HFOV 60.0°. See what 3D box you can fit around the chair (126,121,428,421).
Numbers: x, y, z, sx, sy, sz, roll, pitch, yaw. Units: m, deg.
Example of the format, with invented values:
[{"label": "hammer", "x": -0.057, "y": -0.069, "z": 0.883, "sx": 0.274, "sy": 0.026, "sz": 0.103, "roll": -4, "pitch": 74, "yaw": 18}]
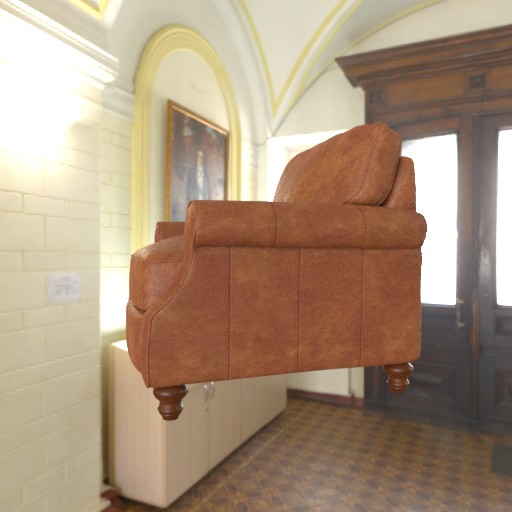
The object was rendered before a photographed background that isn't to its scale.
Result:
[{"label": "chair", "x": 0.000, "y": 0.000, "z": 1.772, "sx": 0.986, "sy": 0.962, "sz": 0.983, "roll": 0, "pitch": 0, "yaw": -19}]
